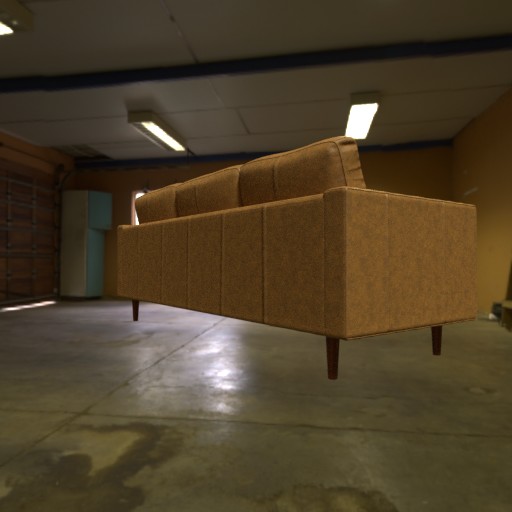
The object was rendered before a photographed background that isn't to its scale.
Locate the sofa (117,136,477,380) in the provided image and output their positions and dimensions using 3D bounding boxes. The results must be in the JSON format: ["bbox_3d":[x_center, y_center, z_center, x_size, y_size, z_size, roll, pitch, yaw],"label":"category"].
[{"bbox_3d":[0.000,0.000,2.645,0.903,0.930,2.231,0,-1,-37],"label":"sofa"}]
